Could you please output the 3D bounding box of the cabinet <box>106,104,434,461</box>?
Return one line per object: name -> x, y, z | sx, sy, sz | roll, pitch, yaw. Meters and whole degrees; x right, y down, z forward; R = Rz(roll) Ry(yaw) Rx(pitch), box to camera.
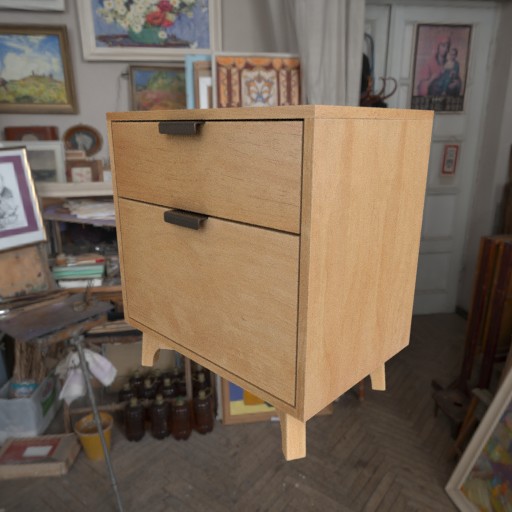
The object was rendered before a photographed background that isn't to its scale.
cabinet -> 0.000, 0.000, 0.966 | 0.551, 0.599, 0.394 | 15, 22, 42
